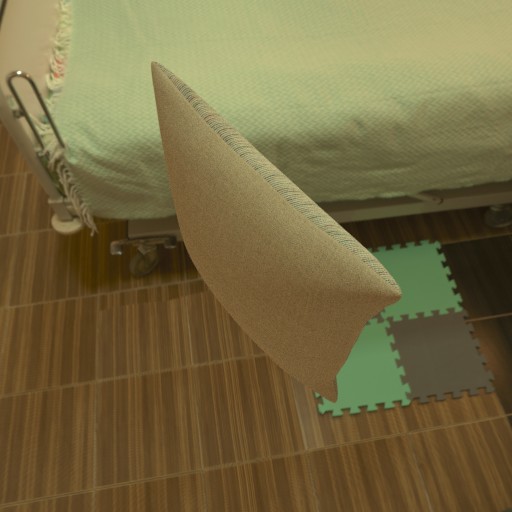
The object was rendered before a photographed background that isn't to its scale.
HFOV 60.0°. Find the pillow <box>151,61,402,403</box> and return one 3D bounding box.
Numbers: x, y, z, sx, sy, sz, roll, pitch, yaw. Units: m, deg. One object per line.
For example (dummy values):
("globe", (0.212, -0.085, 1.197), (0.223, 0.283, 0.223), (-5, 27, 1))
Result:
("pillow", (0.000, 0.000, 0.787), (0.178, 0.506, 0.512), (-34, 65, -19))
